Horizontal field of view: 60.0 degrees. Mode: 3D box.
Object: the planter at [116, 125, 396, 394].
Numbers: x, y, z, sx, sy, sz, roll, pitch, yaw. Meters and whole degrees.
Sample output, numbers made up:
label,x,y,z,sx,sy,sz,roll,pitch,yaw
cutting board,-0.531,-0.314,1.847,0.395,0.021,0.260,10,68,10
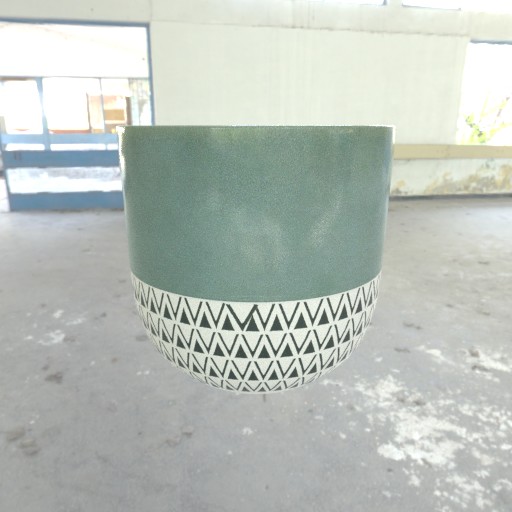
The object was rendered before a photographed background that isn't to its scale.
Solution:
label,x,y,z,sx,sy,sz,roll,pitch,yaw
planter,0.000,0.000,0.477,0.266,0.270,0.266,0,16,0
